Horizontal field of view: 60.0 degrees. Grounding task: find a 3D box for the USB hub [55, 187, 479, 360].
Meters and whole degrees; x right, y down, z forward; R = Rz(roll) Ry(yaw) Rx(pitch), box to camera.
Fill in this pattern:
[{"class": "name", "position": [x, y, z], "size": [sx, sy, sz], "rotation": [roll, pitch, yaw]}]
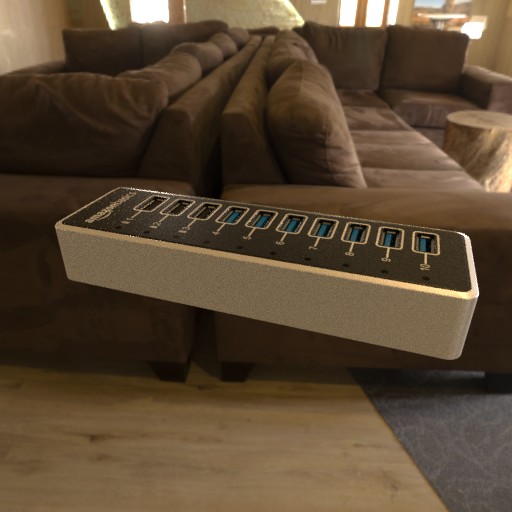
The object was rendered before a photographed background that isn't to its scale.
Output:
[{"class": "USB hub", "position": [0.000, 0.000, 0.165], "size": [0.145, 0.023, 0.044], "rotation": [10, 31, 16]}]
